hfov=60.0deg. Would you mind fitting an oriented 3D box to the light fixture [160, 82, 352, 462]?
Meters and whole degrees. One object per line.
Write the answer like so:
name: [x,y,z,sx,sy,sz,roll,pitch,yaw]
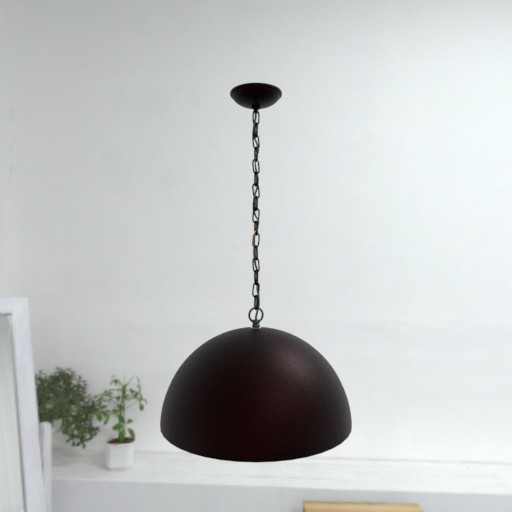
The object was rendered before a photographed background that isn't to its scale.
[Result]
light fixture: [0.000,0.000,1.173,0.492,0.869,0.492,1,-2,-18]
